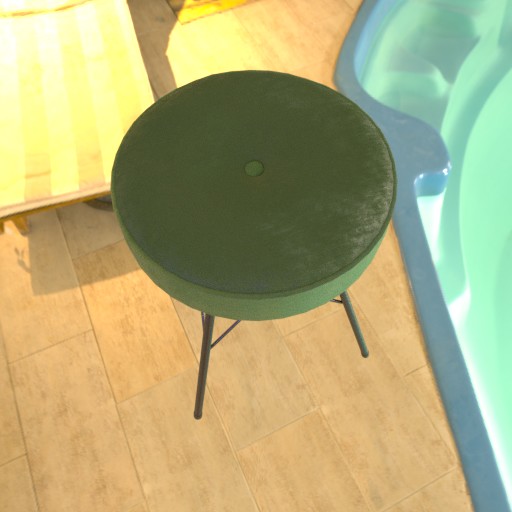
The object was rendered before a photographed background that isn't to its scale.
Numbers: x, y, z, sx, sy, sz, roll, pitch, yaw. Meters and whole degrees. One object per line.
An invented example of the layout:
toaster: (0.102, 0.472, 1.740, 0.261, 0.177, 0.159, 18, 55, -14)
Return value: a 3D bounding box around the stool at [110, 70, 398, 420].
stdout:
stool: (0.000, 0.000, 0.907, 0.457, 0.595, 0.430, -17, 63, -9)
